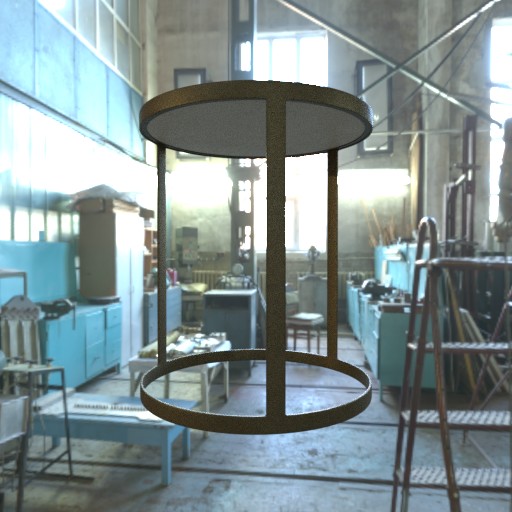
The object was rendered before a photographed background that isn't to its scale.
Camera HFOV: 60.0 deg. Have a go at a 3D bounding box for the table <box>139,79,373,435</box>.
[{"bbox_3d":[0.000,0.000,0.944,0.480,0.565,0.480,0,1,0],"label":"table"}]
